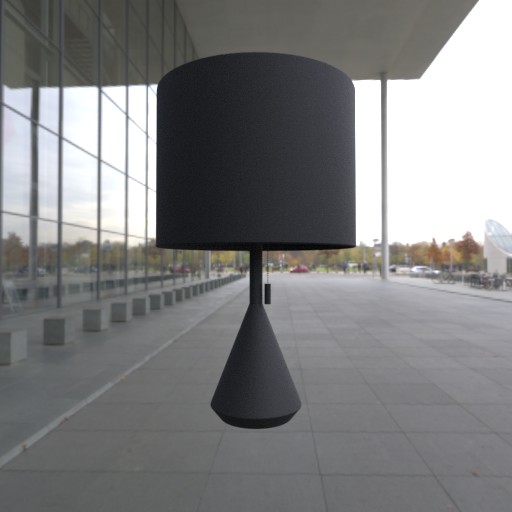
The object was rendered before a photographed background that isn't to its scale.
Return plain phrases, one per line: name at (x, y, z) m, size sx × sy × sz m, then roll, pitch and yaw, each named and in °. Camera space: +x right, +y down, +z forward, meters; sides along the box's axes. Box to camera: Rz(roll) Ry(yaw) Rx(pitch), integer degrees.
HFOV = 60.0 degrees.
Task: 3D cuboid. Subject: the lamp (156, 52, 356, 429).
lamp at (0.000, 0.000, 0.813) m, size 0.359 × 0.584 × 0.359 m, roll 0°, pitch -1°, yaw 18°
